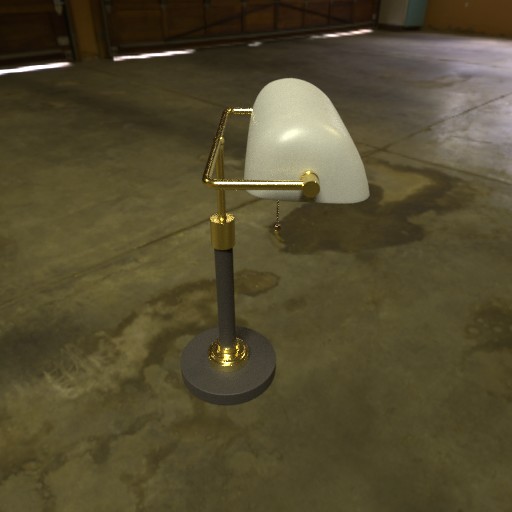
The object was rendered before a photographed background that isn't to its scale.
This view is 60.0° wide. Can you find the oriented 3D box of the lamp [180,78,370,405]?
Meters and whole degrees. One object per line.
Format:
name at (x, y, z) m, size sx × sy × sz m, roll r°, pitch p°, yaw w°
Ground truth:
lamp at (0.000, 0.000, 0.571) m, size 0.227 × 0.404 × 0.269 m, roll 0°, pitch 32°, yaw 1°
